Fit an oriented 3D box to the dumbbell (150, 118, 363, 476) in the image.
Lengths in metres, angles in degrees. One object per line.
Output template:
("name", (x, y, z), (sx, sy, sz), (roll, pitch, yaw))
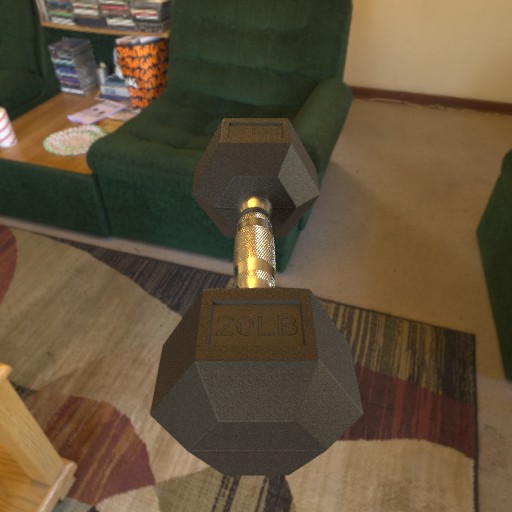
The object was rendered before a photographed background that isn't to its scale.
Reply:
("dumbbell", (0.000, 0.000, 0.336), (0.116, 0.101, 0.297), (0, 42, 0))
